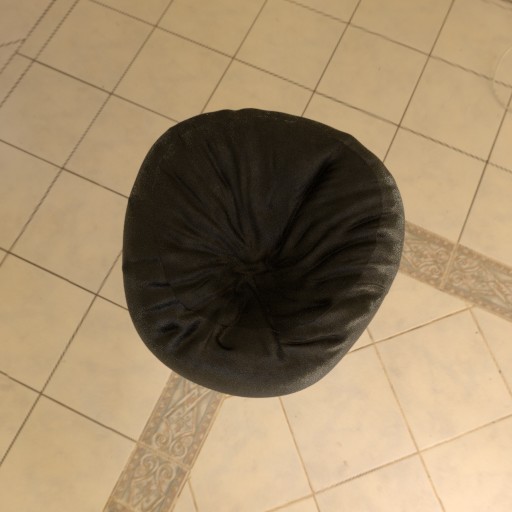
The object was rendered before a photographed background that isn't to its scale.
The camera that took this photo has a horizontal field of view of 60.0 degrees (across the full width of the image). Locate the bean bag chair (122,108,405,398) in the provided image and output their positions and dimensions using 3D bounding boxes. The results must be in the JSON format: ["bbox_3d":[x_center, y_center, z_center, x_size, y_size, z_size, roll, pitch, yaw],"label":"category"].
[{"bbox_3d":[0.000,0.000,2.500,1.524,0.878,1.524,15,75,4],"label":"bean bag chair"}]
